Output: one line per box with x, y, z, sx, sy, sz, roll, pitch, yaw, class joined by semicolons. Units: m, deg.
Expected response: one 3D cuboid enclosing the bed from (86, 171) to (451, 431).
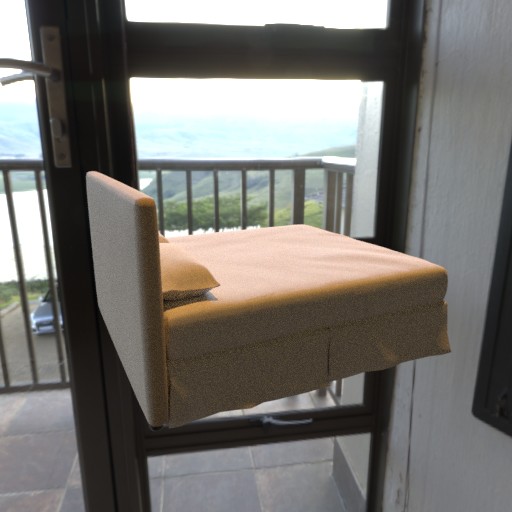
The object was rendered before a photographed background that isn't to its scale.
0.000;0.000;3.603;2.319;1.317;2.119;-7;16;-25;bed
